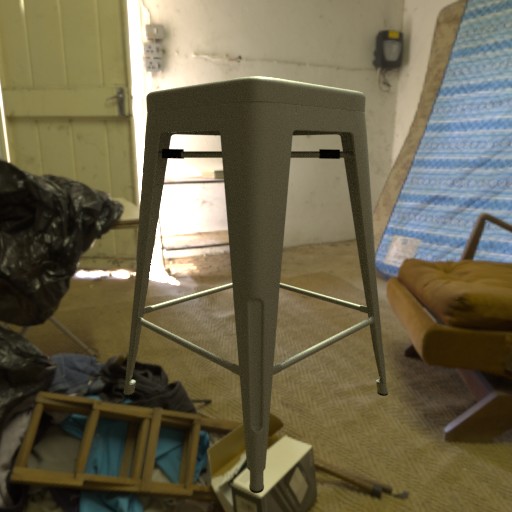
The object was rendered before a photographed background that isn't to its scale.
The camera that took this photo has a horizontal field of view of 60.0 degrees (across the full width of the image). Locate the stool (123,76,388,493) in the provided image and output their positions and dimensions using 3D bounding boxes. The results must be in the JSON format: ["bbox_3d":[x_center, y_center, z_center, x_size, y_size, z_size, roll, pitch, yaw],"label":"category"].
[{"bbox_3d":[0.000,0.000,0.876,0.406,0.610,0.406,13,19,43],"label":"stool"}]
